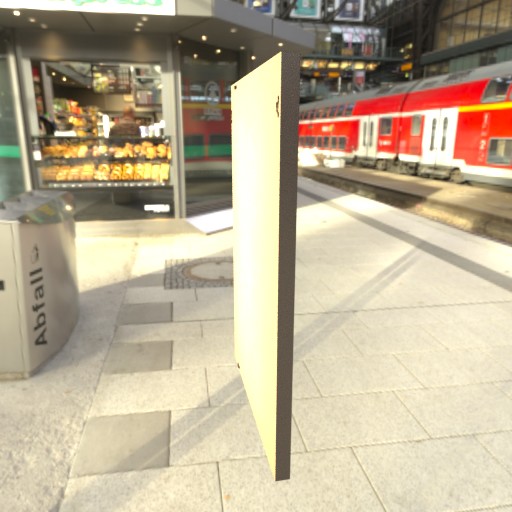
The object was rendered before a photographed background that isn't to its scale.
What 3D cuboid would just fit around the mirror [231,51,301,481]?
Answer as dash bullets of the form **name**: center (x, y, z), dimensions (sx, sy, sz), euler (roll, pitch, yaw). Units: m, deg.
- **mirror**: center (0.000, 0.000, 1.193), dimensions (0.041, 0.915, 0.609), euler (-3, 16, -11)
